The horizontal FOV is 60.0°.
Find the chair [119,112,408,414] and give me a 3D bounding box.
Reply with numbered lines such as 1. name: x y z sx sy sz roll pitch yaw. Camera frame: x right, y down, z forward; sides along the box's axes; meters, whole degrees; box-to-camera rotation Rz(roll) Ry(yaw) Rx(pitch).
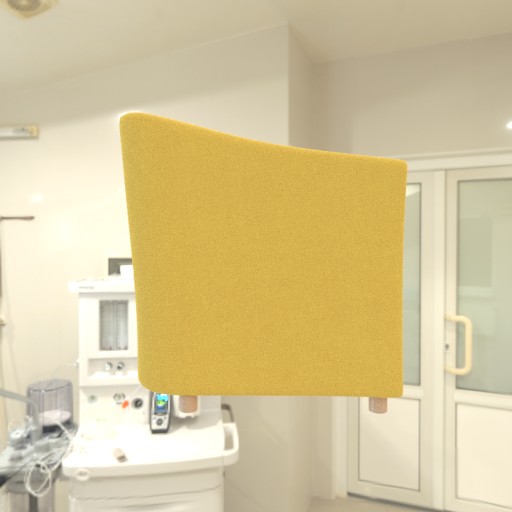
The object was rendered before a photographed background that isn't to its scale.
1. chair: 0.000 0.000 1.375 0.700 0.720 0.790 0 1 1
